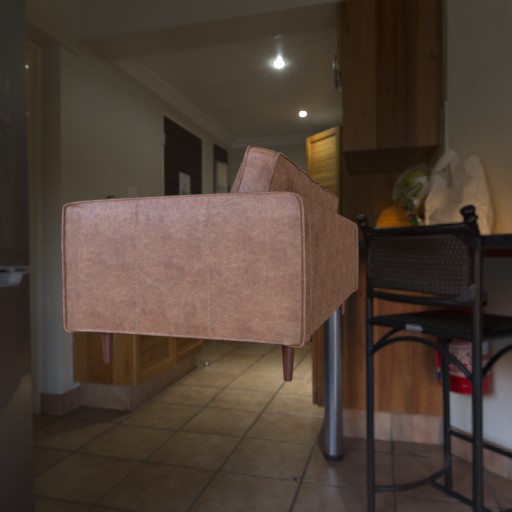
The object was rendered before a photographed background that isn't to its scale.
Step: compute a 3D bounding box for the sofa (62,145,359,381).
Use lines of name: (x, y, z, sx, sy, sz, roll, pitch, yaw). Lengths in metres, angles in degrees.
sofa: (0.000, 0.000, 2.387, 0.924, 0.825, 1.920, 0, 1, 18)
